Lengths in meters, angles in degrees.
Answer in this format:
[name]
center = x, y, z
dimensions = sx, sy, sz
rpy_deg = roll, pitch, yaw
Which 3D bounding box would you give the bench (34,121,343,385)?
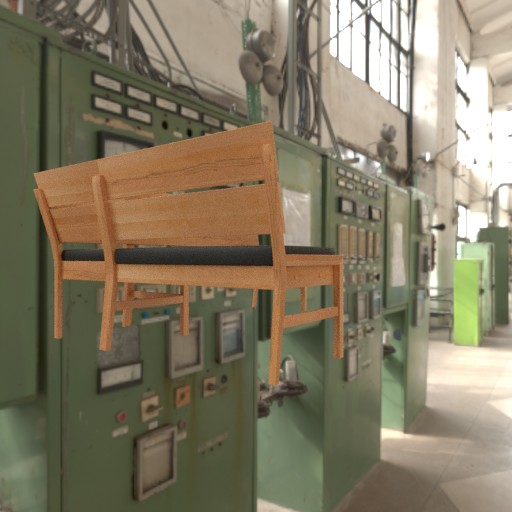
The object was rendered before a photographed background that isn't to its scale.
[bench]
center = 0.000, 0.000, 2.715
dimensions = 1.548, 0.890, 1.948
rpy_deg = 0, 0, 36
